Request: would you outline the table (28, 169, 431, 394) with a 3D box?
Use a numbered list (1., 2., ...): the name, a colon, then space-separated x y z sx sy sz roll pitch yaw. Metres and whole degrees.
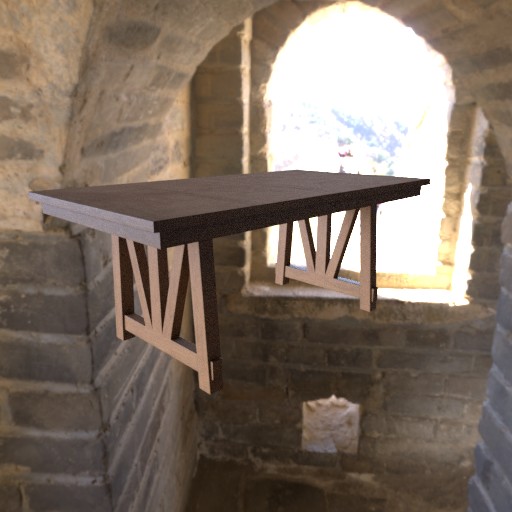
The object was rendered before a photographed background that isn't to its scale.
1. table: 0.000 0.000 2.388 1.016 0.768 1.881 15 21 43
